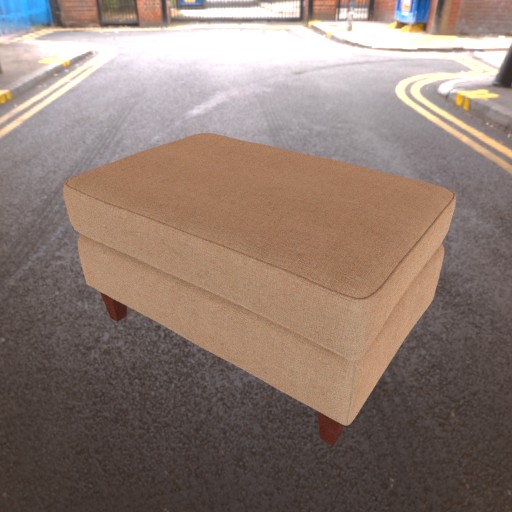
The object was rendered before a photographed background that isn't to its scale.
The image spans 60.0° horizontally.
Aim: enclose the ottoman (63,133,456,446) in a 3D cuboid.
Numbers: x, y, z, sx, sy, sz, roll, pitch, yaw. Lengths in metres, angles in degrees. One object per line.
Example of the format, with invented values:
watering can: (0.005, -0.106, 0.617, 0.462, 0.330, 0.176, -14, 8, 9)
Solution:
ottoman: (0.000, 0.000, 1.220, 0.862, 0.484, 0.583, 21, 37, 30)
